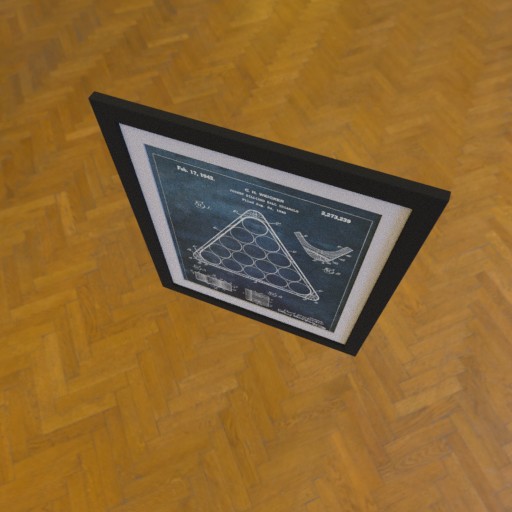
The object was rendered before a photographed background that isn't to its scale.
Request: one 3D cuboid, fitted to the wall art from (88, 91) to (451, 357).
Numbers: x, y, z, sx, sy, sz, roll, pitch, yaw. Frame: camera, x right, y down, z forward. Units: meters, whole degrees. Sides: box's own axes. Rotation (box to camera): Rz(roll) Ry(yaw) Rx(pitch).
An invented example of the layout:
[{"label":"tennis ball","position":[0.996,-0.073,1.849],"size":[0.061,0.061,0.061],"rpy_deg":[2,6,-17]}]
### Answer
[{"label":"wall art","position":[0.000,0.000,0.515],"size":[0.311,0.361,0.010],"rpy_deg":[19,61,11]}]
